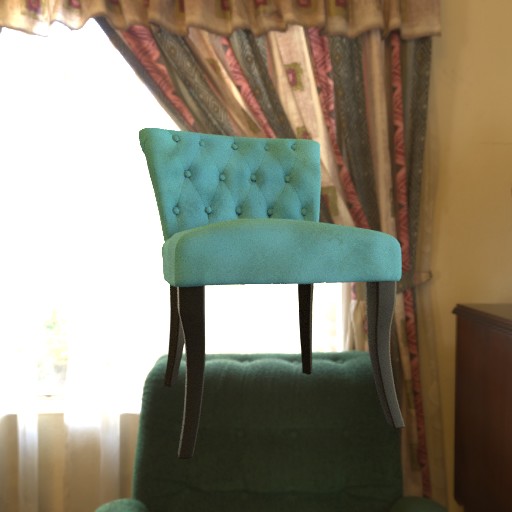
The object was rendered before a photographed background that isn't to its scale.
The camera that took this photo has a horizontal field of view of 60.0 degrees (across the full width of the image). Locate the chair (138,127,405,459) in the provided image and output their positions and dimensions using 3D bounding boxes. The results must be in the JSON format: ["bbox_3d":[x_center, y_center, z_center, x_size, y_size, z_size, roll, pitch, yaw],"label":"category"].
[{"bbox_3d":[0.000,0.000,1.174,0.582,0.750,0.605,0,1,-17],"label":"chair"}]
